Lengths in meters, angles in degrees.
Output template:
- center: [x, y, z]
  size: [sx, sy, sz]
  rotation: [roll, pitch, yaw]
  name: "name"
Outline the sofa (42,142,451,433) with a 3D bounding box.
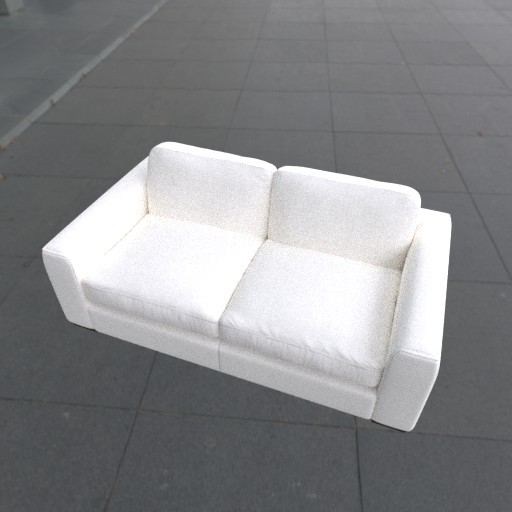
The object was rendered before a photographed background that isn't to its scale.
- center: [0.000, 0.000, 2.394]
  size: [1.920, 0.801, 1.069]
  rotation: [14, 43, 15]
  name: "sofa"
